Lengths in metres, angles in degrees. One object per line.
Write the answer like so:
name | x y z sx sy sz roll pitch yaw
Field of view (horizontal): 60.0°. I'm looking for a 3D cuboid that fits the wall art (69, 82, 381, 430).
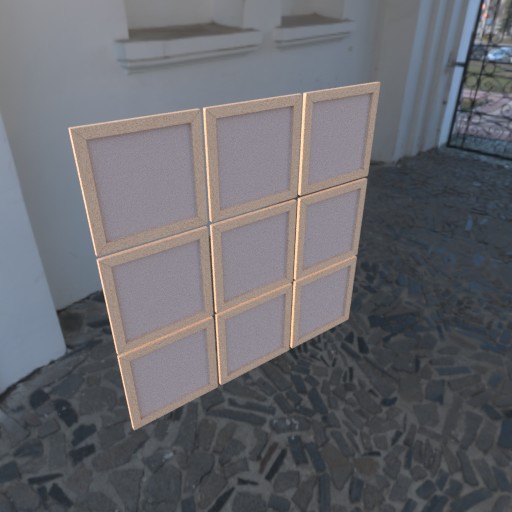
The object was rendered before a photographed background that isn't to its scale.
wall art | 0.000 0.000 1.787 1.217 1.207 0.016 -20 36 -30
